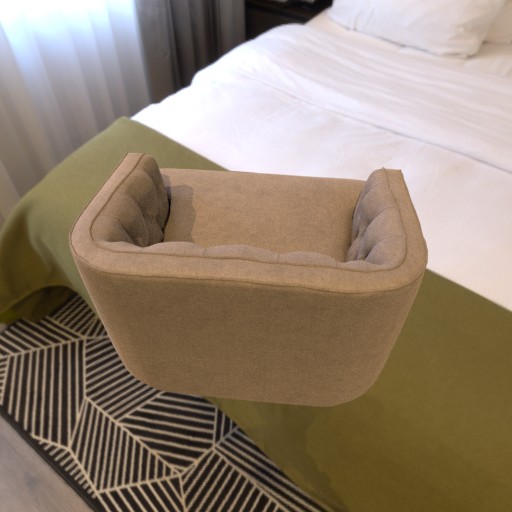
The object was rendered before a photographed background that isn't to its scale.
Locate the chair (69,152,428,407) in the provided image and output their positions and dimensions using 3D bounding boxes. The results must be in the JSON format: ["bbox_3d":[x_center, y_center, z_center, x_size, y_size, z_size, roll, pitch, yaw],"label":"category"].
[{"bbox_3d":[0.000,0.000,1.746,1.104,0.852,0.941,4,49,4],"label":"chair"}]
